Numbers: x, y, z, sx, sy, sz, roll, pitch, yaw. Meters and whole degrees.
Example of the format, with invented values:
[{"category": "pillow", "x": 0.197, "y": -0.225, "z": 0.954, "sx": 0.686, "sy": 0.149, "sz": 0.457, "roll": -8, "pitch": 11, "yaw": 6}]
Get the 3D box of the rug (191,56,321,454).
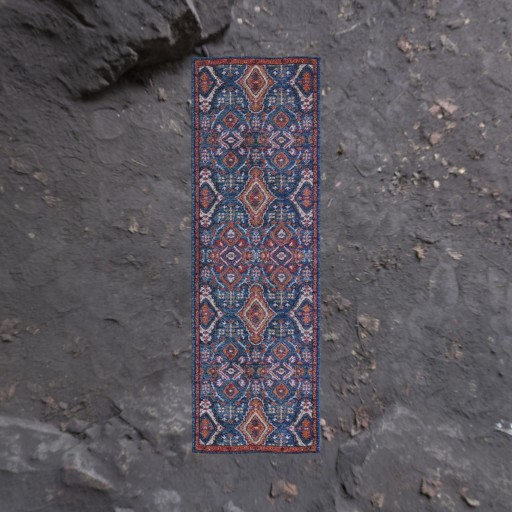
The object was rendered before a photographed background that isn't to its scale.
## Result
[{"category": "rug", "x": 0.000, "y": 0.000, "z": 2.739, "sx": 0.801, "sy": 0.010, "sz": 2.459, "roll": 0, "pitch": 91, "yaw": 0}]
